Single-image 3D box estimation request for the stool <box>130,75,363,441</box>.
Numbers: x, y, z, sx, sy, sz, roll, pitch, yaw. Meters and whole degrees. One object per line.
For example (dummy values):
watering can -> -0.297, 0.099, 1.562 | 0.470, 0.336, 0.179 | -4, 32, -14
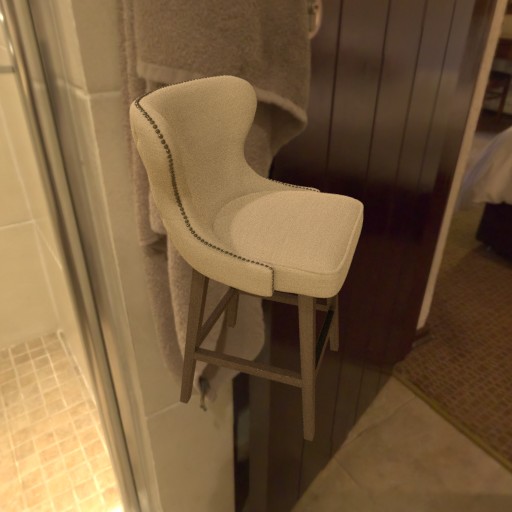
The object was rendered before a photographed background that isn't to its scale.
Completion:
stool -> 0.000, 0.000, 1.380 | 0.597, 0.972, 0.615 | 10, 32, 17
